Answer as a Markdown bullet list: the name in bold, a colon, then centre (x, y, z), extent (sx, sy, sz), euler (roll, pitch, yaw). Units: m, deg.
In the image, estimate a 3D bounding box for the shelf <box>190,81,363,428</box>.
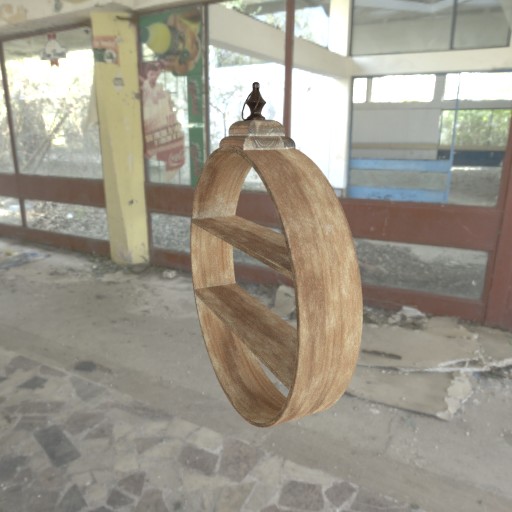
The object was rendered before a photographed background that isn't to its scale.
- **shelf**: centre (0.000, 0.000, 0.985), extent (0.125, 0.725, 0.601), euler (-7, 17, -24)
